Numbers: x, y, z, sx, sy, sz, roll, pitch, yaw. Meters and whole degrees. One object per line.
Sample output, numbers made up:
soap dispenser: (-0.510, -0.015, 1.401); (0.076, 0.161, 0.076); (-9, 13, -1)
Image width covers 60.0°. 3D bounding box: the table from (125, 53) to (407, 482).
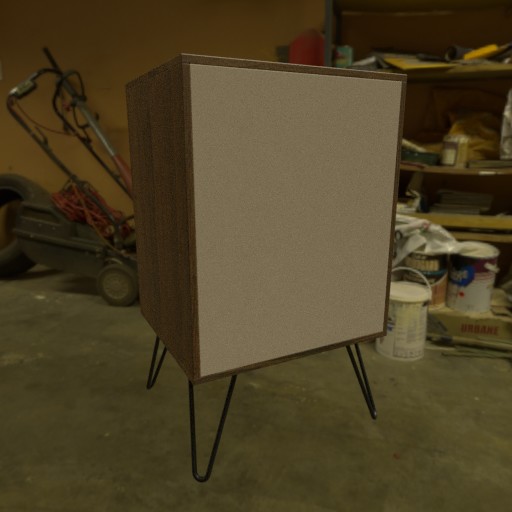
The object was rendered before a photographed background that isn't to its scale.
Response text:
table: (0.000, 0.000, 1.162); (0.526, 0.866, 0.457); (-7, 16, -27)
